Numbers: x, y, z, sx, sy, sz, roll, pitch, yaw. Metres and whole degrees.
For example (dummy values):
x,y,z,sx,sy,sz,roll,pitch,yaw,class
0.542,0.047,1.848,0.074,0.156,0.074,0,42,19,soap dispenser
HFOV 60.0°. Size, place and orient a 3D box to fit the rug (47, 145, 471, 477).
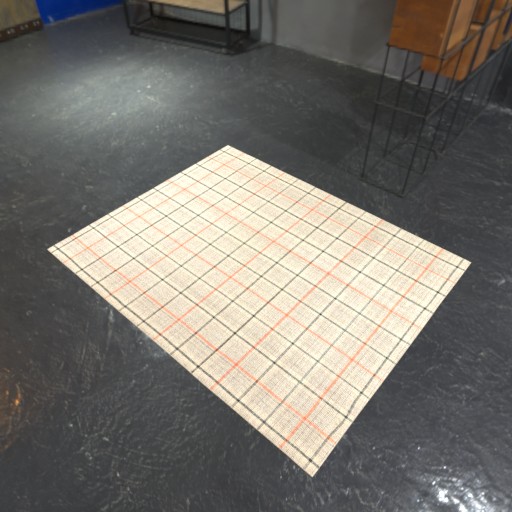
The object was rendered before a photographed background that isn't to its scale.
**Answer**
x,y,z,sx,sy,sz,roll,pitch,yaw,class
0.000,0.000,4.076,3.048,0.012,2.444,32,53,28,rug
